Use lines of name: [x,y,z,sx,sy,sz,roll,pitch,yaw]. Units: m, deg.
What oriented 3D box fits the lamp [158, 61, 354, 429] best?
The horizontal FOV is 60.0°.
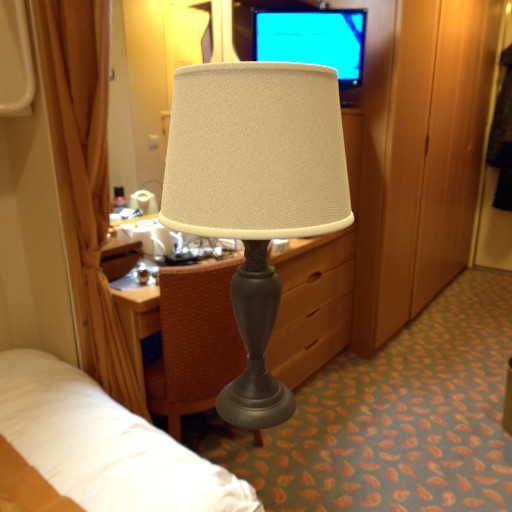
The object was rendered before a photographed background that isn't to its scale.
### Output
lamp: [0.000,0.000,0.794,0.335,0.611,0.335,0,16,0]
